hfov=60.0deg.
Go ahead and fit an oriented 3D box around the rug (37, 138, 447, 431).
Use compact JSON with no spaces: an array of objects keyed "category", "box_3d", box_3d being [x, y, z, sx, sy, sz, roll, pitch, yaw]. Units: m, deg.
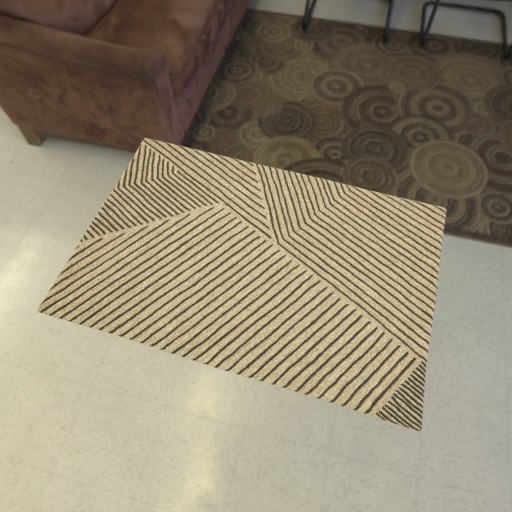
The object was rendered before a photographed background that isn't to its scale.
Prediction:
[{"category":"rug","box_3d":[0.000,0.000,2.308,1.842,0.019,1.237,15,60,9]}]
